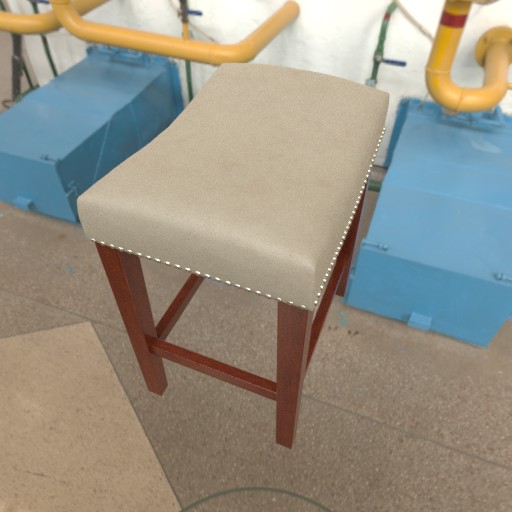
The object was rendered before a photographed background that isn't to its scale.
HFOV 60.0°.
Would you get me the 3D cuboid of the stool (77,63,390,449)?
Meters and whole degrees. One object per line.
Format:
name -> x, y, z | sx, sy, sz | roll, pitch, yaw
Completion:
stool -> 0.000, 0.000, 0.954 | 0.375, 0.632, 0.509 | 17, 49, 15
